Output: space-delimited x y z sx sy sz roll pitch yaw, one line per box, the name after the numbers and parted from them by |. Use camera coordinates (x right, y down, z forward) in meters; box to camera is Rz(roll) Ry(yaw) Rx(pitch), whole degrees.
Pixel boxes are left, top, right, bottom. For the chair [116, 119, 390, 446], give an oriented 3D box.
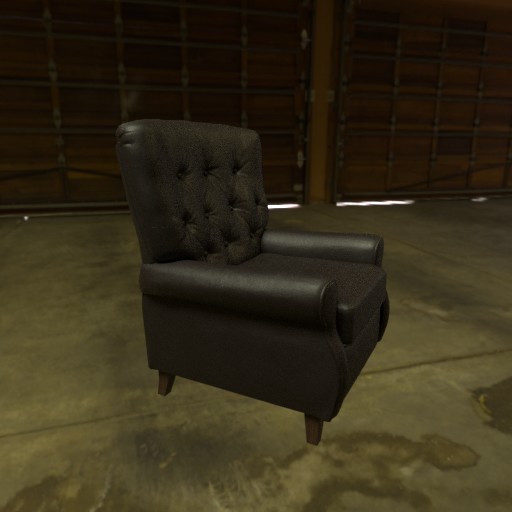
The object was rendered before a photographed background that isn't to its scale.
0.000 0.000 1.949 1.058 1.158 0.948 8 16 27 | chair
